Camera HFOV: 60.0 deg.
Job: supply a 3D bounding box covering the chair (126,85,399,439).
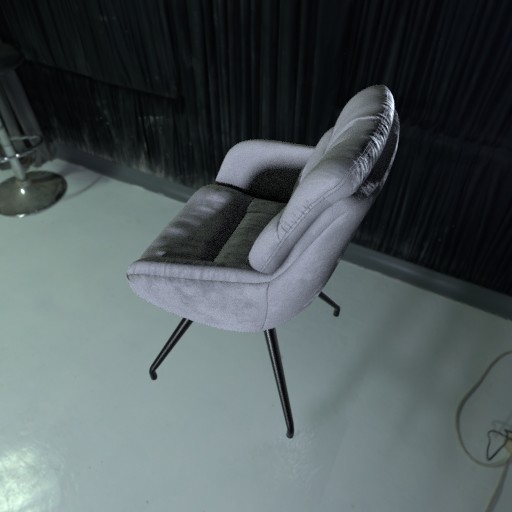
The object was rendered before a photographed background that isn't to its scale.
[{"bbox_3d":[0.000,0.000,1.196,0.569,0.888,0.579,17,48,16],"label":"chair"}]
